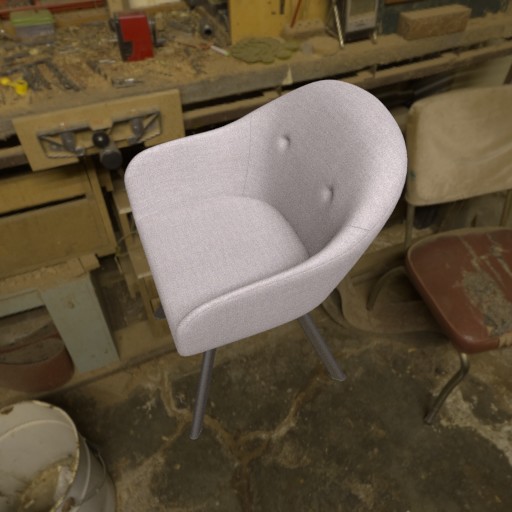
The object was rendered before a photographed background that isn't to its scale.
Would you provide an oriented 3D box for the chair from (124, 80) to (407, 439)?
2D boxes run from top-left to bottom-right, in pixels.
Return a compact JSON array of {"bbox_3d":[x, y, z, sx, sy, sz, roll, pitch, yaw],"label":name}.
[{"bbox_3d":[0.000,0.000,1.151,0.570,0.780,0.540,-16,48,-15],"label":"chair"}]
